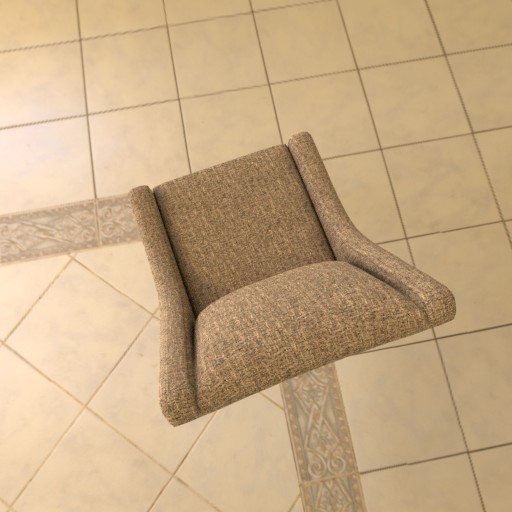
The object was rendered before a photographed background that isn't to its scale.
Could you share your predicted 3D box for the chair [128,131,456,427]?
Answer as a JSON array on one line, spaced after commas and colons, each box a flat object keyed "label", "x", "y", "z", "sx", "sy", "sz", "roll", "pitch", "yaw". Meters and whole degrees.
[{"label": "chair", "x": 0.000, "y": 0.000, "z": 1.615, "sx": 0.774, "sy": 1.014, "sz": 0.870, "roll": -20, "pitch": 76, "yaw": -5}]
